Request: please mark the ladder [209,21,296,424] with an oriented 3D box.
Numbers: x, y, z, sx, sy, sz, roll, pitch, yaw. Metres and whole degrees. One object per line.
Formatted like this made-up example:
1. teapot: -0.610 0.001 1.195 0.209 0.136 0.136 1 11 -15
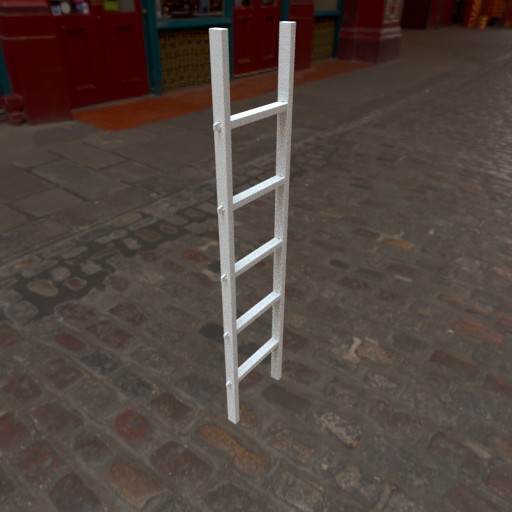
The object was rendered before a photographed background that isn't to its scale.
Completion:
1. ladder: 0.000 0.000 1.941 0.051 1.797 0.452 22 38 32
